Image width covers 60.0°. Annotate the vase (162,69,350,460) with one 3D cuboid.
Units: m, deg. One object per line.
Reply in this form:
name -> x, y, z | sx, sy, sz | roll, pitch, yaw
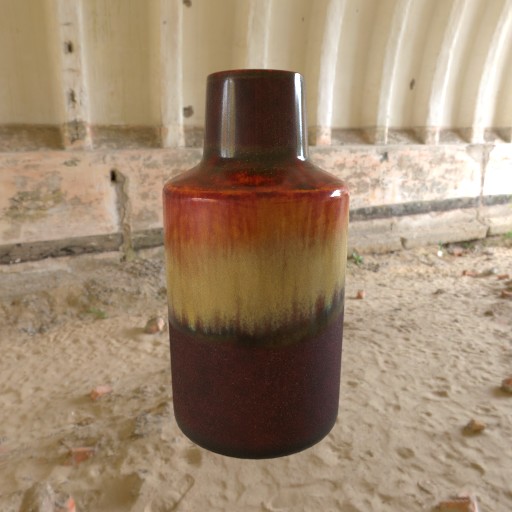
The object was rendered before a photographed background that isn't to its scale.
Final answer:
vase -> 0.000, 0.000, 0.268 | 0.108, 0.204, 0.108 | 0, 15, 0
